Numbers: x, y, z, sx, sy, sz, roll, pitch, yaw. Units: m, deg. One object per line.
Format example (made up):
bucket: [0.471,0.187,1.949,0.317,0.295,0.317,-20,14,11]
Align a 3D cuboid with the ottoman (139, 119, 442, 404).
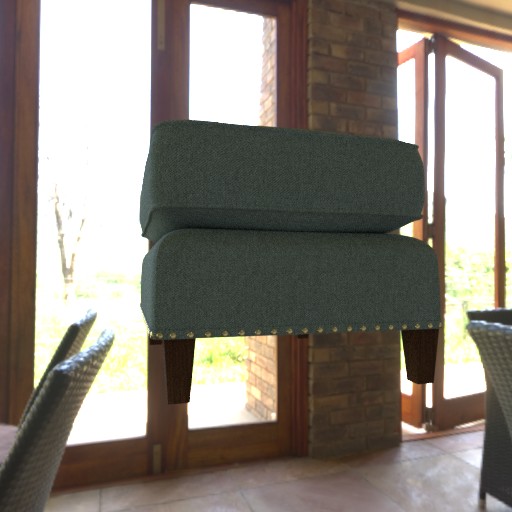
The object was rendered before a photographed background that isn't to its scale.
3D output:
ottoman: [0.000,0.000,1.164,0.589,0.537,0.738,1,-2,-16]
